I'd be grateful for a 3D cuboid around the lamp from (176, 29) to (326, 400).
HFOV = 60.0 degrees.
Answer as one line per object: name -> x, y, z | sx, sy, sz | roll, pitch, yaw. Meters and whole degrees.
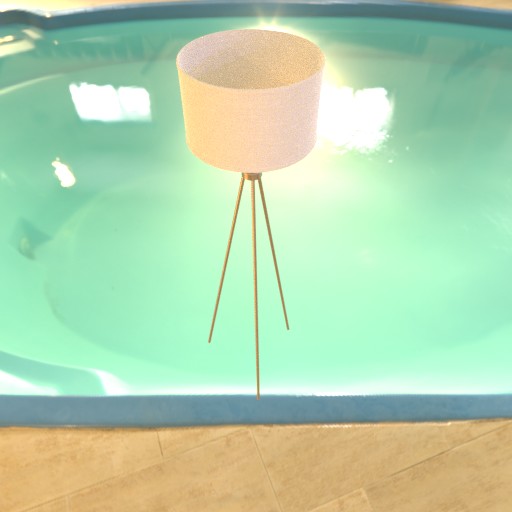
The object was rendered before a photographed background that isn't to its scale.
lamp -> 0.000, 0.000, 1.760 | 0.448, 1.545, 0.458 | -11, 47, -10
